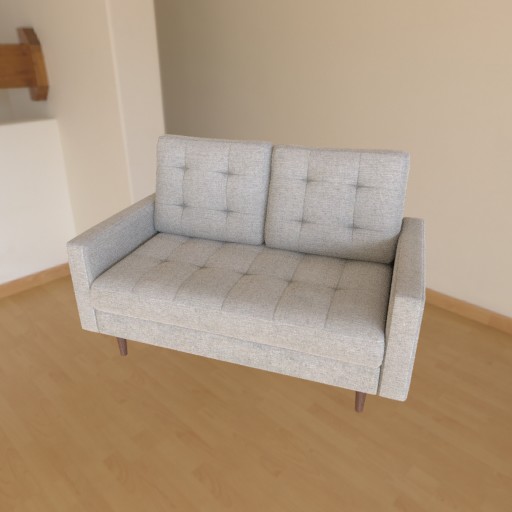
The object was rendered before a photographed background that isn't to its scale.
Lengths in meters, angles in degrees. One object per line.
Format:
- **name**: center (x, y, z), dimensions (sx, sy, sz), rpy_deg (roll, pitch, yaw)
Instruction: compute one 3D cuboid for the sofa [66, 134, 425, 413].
- **sofa**: center (0.000, 0.000, 1.988), dimensions (1.407, 0.907, 0.842), rpy_deg (8, 27, 17)
